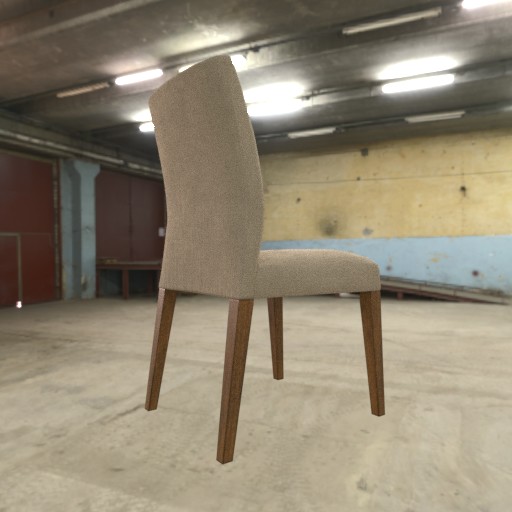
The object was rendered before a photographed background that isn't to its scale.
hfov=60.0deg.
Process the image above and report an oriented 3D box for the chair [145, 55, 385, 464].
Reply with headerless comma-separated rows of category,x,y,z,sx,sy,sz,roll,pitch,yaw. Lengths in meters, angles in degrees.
chair,0.000,0.000,1.336,0.585,0.940,0.496,0,0,-36
